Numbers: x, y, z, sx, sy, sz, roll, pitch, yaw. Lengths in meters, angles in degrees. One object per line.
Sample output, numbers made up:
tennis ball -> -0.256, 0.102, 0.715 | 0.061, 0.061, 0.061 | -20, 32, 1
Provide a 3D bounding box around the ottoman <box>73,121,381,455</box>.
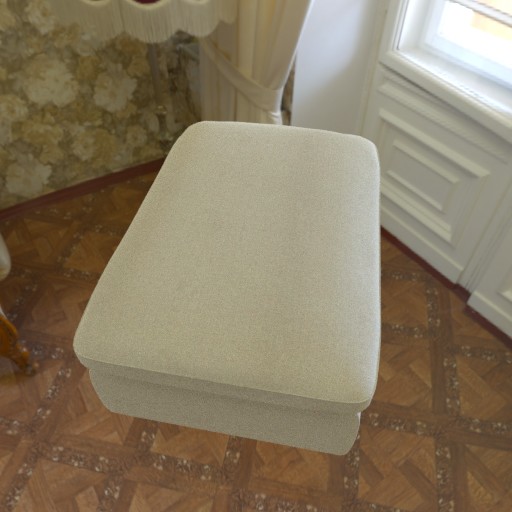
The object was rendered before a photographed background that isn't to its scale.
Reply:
ottoman -> 0.000, 0.000, 1.345 | 0.686, 0.453, 0.984 | 8, 48, 7
